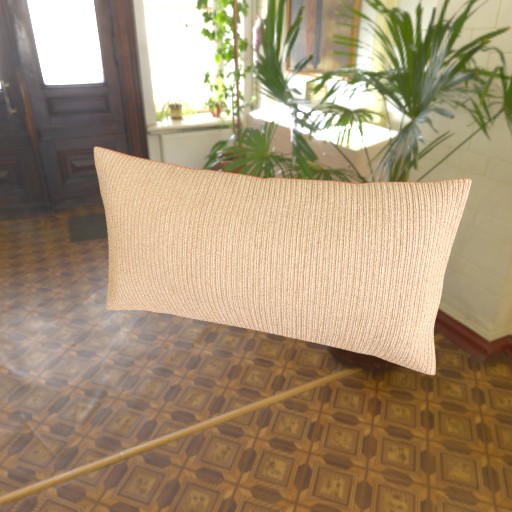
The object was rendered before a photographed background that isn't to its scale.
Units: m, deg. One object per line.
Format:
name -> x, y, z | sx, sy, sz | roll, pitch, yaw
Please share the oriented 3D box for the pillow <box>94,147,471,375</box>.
pillow -> 0.000, 0.000, 0.733 | 0.608, 0.307, 0.155 | 8, 28, 16
